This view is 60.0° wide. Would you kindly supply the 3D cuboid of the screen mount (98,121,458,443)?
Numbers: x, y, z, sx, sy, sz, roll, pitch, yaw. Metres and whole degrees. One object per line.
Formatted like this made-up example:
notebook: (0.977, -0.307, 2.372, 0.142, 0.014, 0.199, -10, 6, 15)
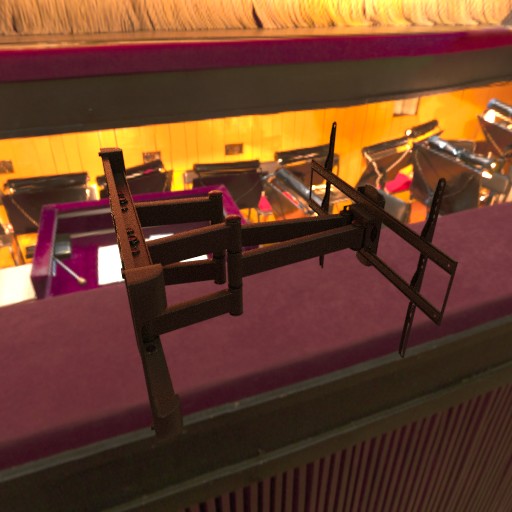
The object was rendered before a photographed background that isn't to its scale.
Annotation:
screen mount: (0.000, 0.000, 1.100, 0.644, 0.491, 0.661, -11, 33, -17)
